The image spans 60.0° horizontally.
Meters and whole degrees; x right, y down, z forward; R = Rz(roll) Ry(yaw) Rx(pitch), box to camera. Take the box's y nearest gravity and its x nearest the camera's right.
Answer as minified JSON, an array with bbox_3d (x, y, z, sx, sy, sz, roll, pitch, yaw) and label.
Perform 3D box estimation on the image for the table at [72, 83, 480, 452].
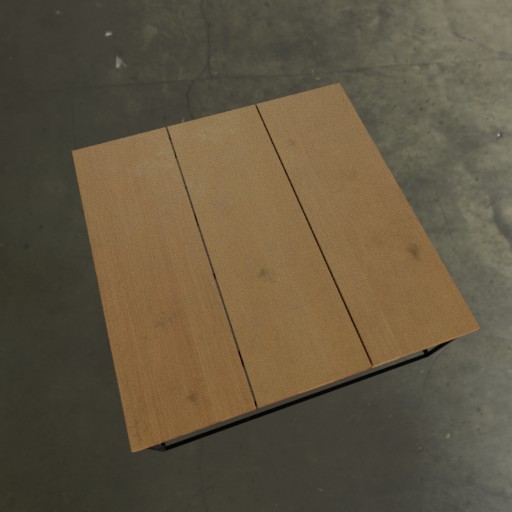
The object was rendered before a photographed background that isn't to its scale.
[{"bbox_3d":[0.000,0.000,1.707,1.100,0.400,1.100,-17,66,-8],"label":"table"}]
